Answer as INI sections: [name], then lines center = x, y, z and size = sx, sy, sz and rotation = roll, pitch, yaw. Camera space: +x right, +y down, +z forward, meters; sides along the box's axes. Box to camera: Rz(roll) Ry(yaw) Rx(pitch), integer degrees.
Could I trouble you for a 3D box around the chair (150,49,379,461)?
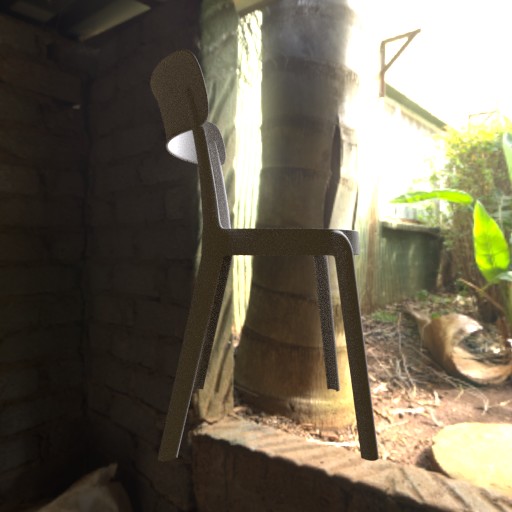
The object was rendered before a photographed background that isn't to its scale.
[chair]
center = 0.000, 0.000, 1.082
size = 0.491, 0.790, 0.506
rotation = 0, 1, 0
